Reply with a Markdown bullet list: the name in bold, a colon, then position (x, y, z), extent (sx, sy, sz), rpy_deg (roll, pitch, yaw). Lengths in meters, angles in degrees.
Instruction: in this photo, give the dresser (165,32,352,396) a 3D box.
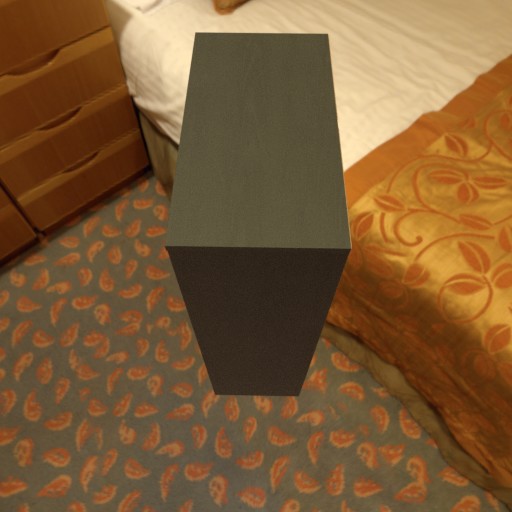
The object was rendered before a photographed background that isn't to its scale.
- **dresser**: position (0.000, 0.000, 1.597), extent (0.399, 1.255, 0.704), rpy_deg (1, 59, 0)
